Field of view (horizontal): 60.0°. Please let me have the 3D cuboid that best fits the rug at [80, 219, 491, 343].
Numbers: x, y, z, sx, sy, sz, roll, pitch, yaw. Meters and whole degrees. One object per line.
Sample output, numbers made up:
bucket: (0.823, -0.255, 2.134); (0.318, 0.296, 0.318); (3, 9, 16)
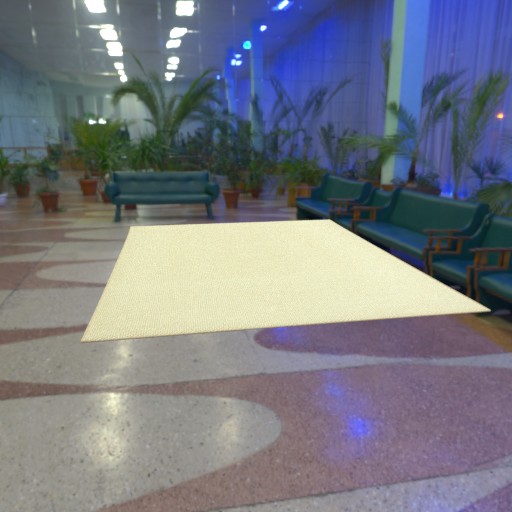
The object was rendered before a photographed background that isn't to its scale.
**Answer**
rug: (0.000, 0.000, 3.997); (2.462, 0.018, 3.039); (-3, 16, -10)
